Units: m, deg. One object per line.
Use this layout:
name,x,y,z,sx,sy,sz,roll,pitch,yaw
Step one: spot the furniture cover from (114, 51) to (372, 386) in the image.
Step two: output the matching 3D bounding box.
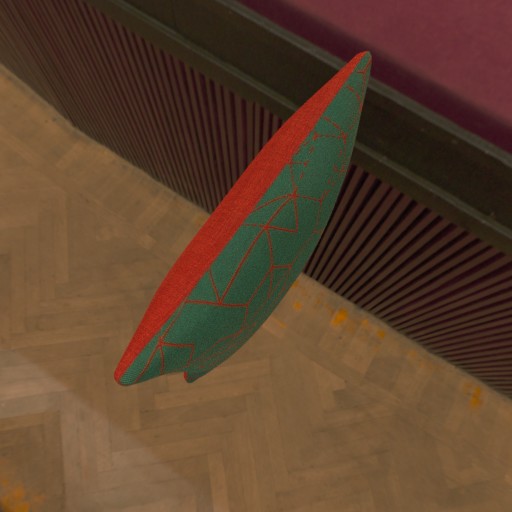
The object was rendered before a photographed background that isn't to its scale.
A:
furniture cover,0.000,0.000,0.768,0.158,0.508,0.517,34,77,9
